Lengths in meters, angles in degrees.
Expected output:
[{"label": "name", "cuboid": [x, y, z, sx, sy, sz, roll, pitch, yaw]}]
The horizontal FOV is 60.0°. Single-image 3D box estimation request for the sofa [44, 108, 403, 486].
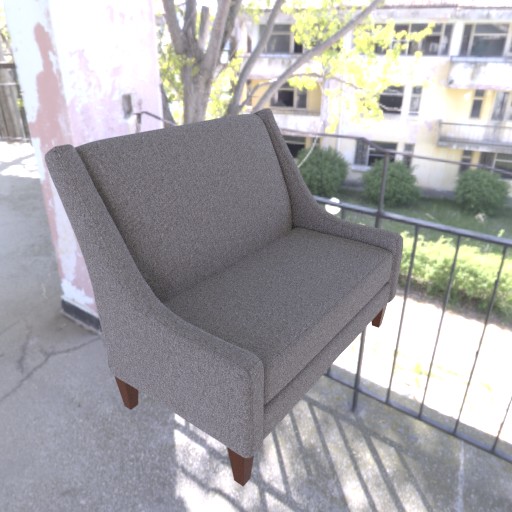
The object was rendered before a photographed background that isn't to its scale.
[{"label": "sofa", "cuboid": [0.000, 0.000, 1.872, 0.862, 1.026, 1.242, 18, 31, 33]}]
